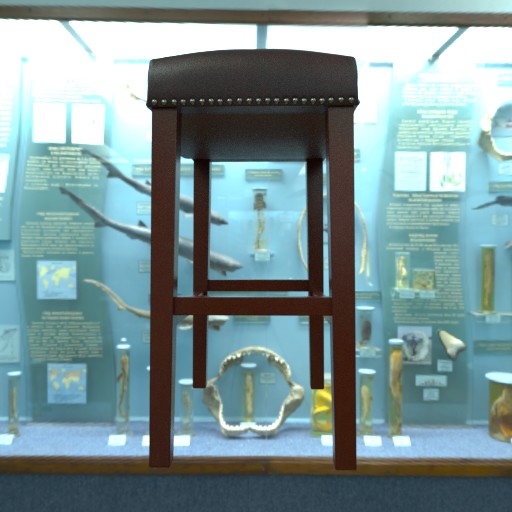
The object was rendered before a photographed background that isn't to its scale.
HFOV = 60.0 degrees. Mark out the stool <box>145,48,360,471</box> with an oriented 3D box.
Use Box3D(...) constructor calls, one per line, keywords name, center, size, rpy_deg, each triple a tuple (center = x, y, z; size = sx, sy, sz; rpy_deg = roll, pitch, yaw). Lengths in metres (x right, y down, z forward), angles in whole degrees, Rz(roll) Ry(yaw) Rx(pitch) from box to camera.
Box3D(name="stool", center=(0.000, 0.000, 1.008), size=(0.372, 0.742, 0.504), rpy_deg=(0, 1, 2))
